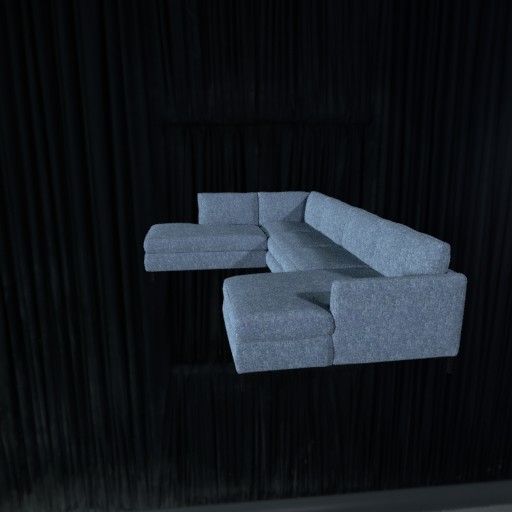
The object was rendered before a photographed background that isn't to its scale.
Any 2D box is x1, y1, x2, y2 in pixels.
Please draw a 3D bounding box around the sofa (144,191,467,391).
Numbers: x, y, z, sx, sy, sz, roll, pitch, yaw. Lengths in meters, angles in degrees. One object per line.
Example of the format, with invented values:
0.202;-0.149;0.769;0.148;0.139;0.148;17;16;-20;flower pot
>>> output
0.000;0.000;3.536;1.879;0.756;2.737;-2;15;-8;sofa
